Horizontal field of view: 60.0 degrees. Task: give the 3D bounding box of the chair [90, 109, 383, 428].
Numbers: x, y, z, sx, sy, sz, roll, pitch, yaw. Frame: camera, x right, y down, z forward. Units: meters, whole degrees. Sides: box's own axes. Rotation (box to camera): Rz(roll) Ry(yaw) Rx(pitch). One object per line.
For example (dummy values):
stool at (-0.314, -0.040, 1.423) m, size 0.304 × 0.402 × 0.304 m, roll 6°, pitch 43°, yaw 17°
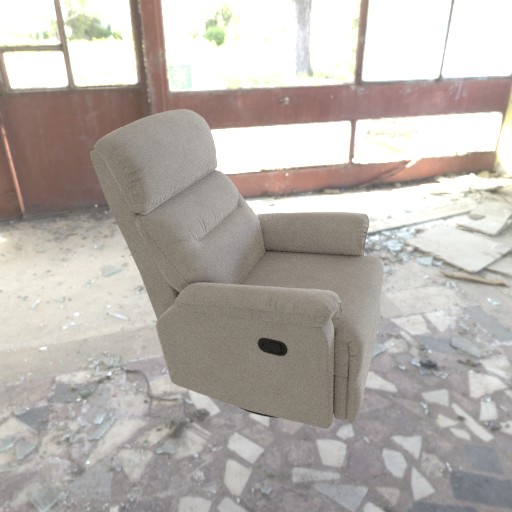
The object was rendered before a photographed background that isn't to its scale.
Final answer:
chair at (0.000, 0.000, 1.779) m, size 1.001 × 1.039 × 0.820 m, roll 10°, pitch 29°, yaw 18°
